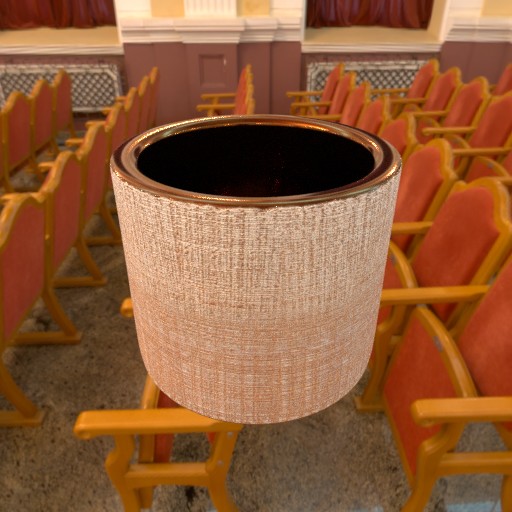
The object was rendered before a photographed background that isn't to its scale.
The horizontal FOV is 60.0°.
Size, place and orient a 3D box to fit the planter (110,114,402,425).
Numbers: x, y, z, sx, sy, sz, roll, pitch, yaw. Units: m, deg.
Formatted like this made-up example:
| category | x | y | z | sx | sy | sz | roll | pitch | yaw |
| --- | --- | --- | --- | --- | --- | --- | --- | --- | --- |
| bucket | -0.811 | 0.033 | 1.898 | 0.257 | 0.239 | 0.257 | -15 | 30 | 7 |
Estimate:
| category | x | y | z | sx | sy | sz | roll | pitch | yaw |
| --- | --- | --- | --- | --- | --- | --- | --- | --- | --- |
| planter | 0.000 | 0.000 | 0.313 | 0.177 | 0.157 | 0.177 | 0 | 31 | 0 |
